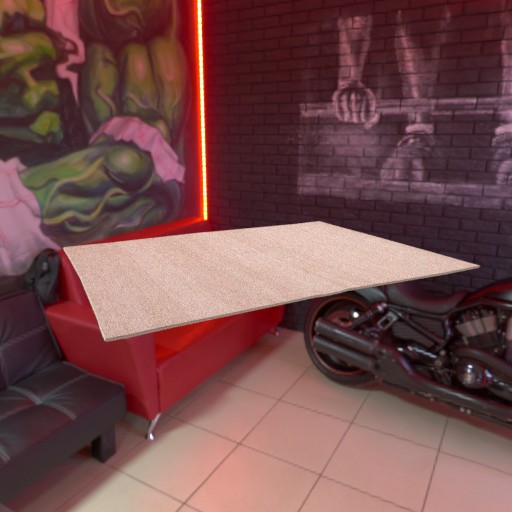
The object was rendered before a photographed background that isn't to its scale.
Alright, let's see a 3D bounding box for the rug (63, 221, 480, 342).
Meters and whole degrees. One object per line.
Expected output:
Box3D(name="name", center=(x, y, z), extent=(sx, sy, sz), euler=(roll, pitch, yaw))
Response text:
Box3D(name="rug", center=(0.000, 0.000, 4.221), extent=(3.202, 0.045, 2.434), euler=(-8, 17, -26))
